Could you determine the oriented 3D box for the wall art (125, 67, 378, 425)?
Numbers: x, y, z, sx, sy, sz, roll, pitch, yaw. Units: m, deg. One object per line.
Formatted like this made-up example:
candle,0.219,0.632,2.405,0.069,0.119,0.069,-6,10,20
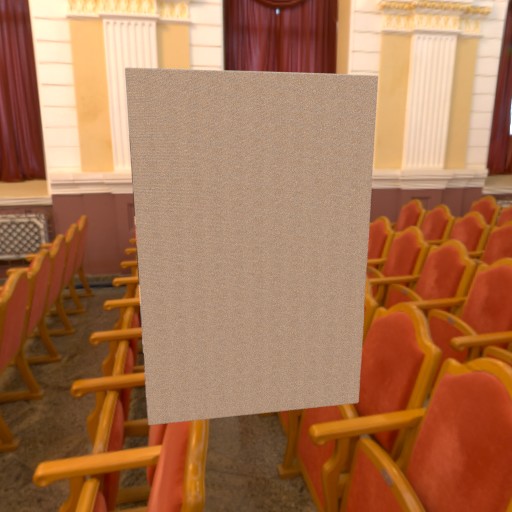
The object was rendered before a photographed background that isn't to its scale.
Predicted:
wall art,0.000,0.000,1.181,0.609,0.911,0.061,-2,14,-10
